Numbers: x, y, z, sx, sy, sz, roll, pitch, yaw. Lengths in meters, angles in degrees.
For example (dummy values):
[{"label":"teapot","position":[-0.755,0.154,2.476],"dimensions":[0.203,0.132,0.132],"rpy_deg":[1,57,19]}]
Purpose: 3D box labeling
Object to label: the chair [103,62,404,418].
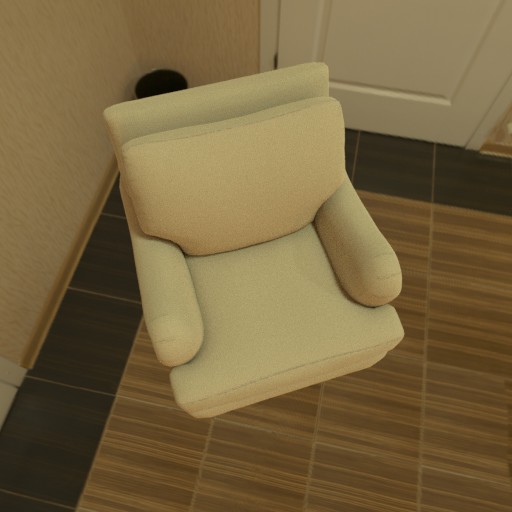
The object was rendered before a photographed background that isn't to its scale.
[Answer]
[{"label":"chair","position":[0.000,0.000,1.874],"dimensions":[0.955,1.038,1.070],"rpy_deg":[-15,64,-7]}]
